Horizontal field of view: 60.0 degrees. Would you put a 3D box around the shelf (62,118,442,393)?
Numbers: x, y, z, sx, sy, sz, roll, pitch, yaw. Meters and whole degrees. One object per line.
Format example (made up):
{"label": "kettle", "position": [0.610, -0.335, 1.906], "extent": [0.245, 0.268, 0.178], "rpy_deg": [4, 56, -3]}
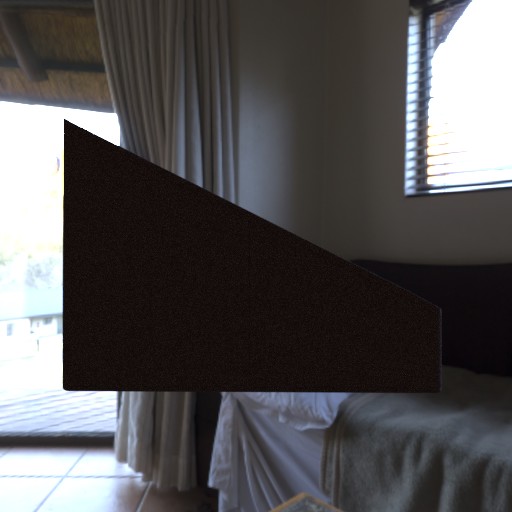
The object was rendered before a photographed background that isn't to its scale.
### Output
{"label": "shelf", "position": [0.000, 0.000, 0.479], "extent": [0.292, 0.210, 0.292], "rpy_deg": [0, -1, 1]}
